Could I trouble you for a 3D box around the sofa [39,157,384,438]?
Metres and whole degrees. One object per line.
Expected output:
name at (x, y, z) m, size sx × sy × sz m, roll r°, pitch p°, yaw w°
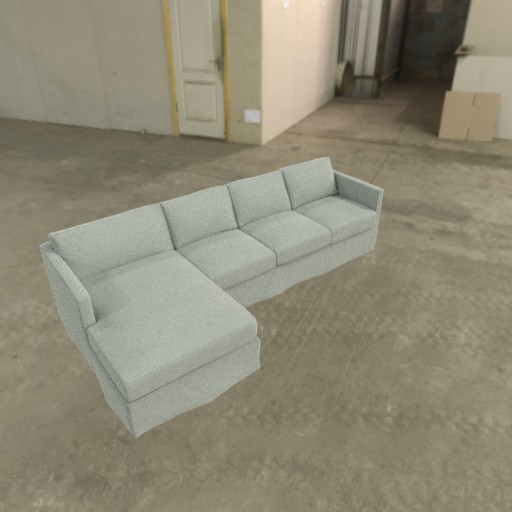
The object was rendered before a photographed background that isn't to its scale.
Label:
sofa at (0.000, 0.000, 3.954) m, size 3.205 × 0.922 × 1.650 m, roll -21°, pitch 37°, yaw -31°
